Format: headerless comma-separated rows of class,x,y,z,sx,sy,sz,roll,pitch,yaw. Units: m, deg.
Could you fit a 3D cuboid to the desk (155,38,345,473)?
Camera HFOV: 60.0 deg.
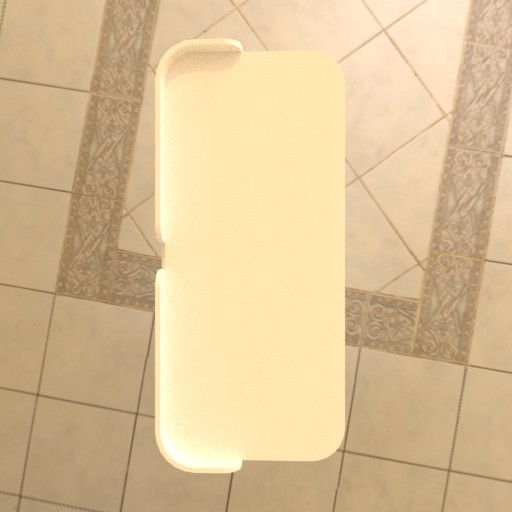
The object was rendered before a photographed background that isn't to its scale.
desk,0.000,0.000,1.629,0.534,0.807,1.206,0,90,2
